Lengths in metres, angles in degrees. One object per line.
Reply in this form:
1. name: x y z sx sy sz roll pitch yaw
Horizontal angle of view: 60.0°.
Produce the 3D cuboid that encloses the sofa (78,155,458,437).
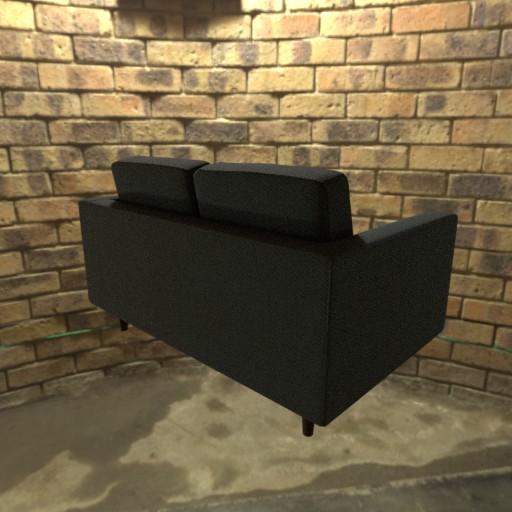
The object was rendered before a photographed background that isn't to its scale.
1. sofa: 0.000 0.000 2.128 1.518 0.930 0.999 15 22 41
